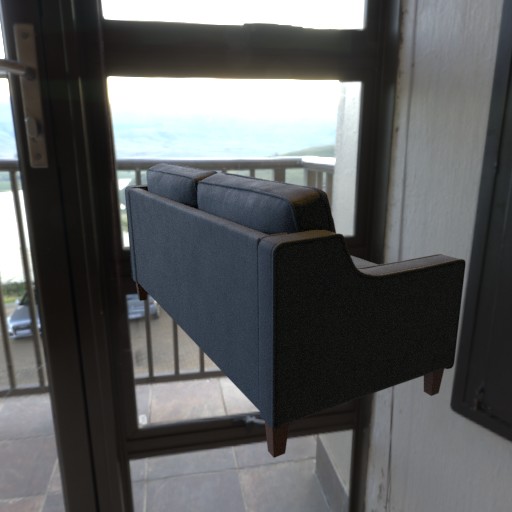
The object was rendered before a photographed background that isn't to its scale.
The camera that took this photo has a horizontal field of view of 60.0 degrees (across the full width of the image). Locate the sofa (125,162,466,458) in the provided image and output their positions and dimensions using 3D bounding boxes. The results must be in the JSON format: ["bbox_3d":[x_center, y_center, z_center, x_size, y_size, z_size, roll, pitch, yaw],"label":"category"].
[{"bbox_3d":[0.000,0.000,2.759,1.066,1.071,2.178,-8,17,-28],"label":"sofa"}]
